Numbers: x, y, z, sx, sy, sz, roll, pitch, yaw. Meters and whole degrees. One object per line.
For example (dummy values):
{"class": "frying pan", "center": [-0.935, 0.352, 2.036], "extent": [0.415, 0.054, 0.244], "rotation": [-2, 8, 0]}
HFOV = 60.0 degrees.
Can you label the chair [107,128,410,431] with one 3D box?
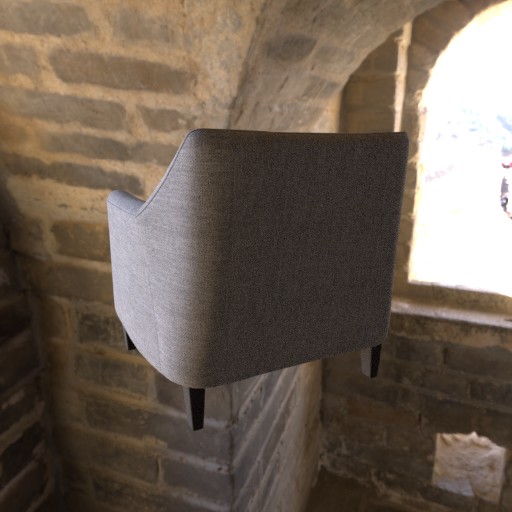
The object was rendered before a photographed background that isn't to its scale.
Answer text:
{"class": "chair", "center": [0.000, 0.000, 1.422], "extent": [0.796, 0.761, 0.758], "rotation": [-7, 16, -26]}
